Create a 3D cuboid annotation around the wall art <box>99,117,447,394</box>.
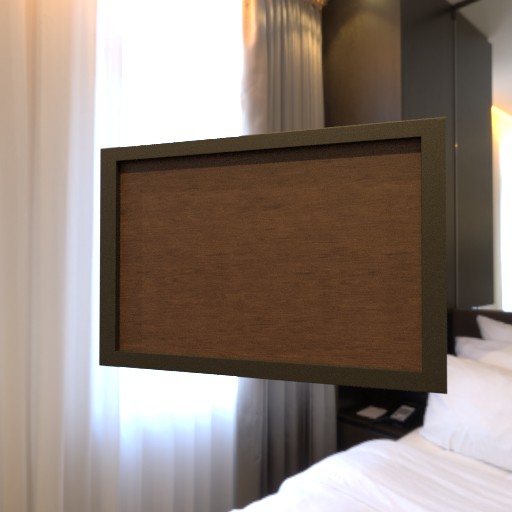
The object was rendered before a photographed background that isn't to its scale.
[{"bbox_3d":[0.000,0.000,0.851,0.671,0.456,0.051,0,-1,17],"label":"wall art"}]
